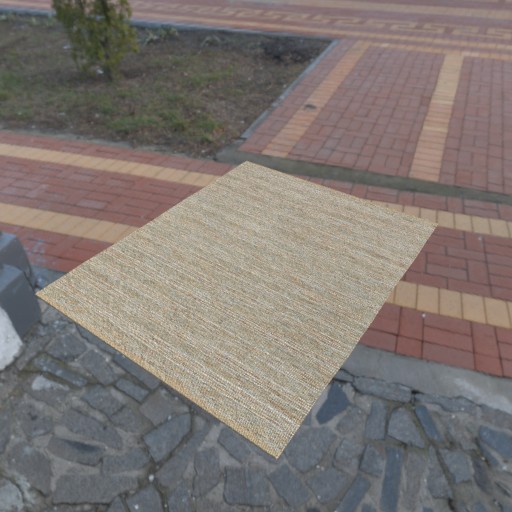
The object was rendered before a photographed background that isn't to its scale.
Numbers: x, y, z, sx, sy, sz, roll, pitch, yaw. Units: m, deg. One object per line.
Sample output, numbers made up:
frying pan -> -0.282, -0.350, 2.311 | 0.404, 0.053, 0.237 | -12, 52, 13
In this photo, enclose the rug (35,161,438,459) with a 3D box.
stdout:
rug -> 0.000, 0.000, 4.168 | 2.471, 0.012, 3.034 | 24, 45, 27
